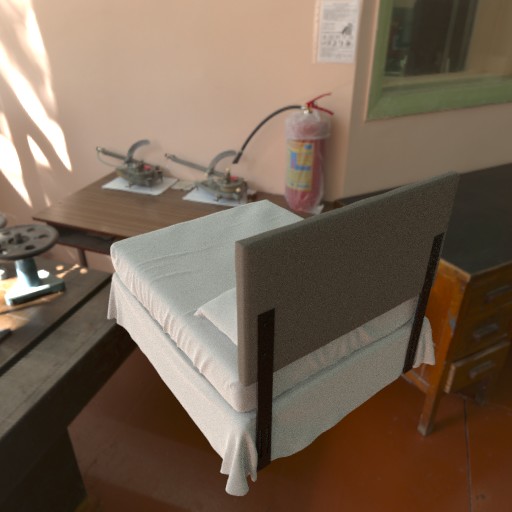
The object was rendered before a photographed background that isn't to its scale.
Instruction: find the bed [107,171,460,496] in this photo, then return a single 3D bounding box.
[{"bbox_3d":[0.000,0.000,3.398,1.936,1.577,2.222,-20,35,-31],"label":"bed"}]
